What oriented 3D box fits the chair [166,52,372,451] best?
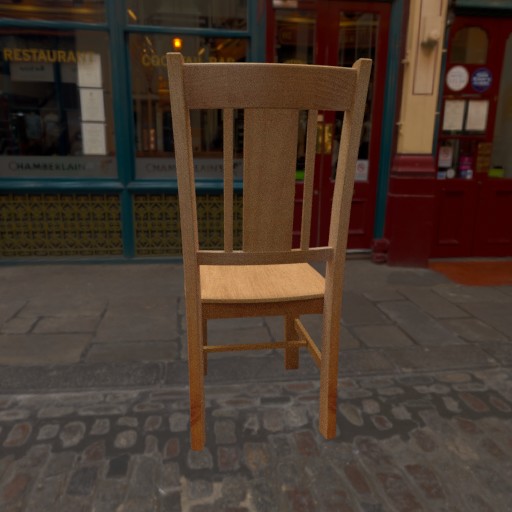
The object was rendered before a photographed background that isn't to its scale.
[{"bbox_3d":[0.000,0.000,1.310,0.450,0.998,0.556,-2,13,-8],"label":"chair"}]
